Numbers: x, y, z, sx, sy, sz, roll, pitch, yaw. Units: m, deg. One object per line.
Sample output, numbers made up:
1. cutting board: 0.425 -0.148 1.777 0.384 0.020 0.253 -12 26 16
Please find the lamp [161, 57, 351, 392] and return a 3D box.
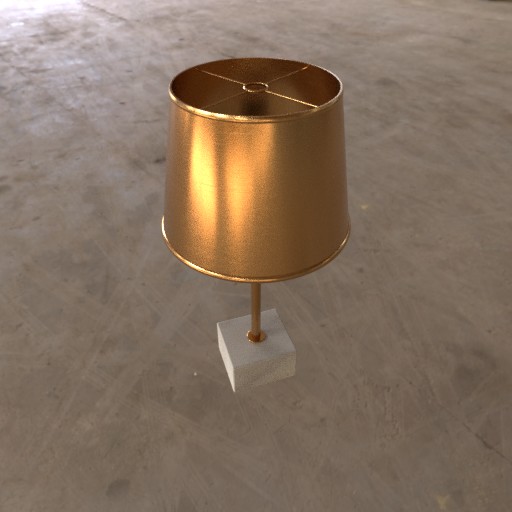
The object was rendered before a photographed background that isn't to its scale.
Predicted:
1. lamp: 0.000 0.000 0.529 0.208 0.406 0.208 0 40 0
